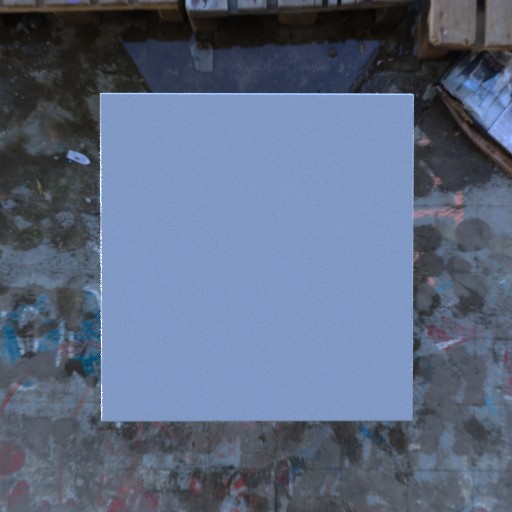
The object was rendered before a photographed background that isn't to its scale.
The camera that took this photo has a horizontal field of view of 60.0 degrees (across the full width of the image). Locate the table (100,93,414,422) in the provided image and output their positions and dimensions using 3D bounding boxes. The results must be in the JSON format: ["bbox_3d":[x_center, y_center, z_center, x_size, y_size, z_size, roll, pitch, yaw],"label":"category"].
[{"bbox_3d":[0.000,0.000,0.802,0.400,0.470,0.420,0,91,0],"label":"table"}]
